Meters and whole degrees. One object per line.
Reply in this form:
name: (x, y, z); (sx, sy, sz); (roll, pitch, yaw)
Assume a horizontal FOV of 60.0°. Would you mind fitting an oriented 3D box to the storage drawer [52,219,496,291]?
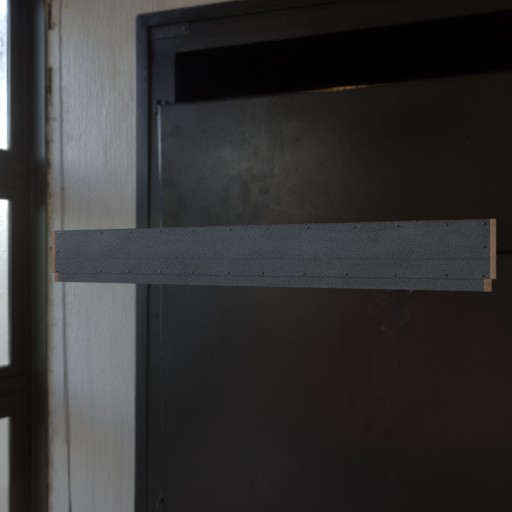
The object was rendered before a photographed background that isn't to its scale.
storage drawer: (0.000, 0.000, 2.195); (2.032, 0.264, 0.538); (0, 0, 19)
